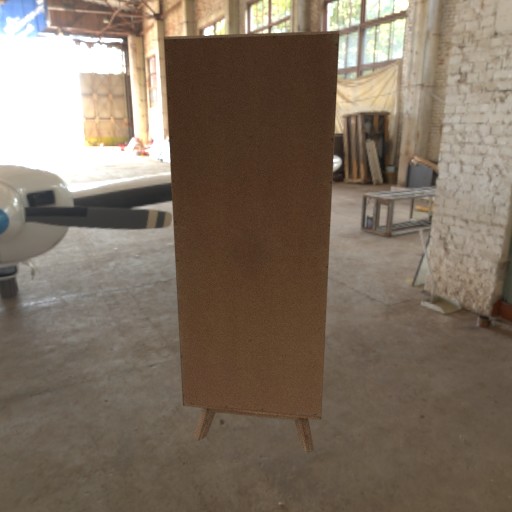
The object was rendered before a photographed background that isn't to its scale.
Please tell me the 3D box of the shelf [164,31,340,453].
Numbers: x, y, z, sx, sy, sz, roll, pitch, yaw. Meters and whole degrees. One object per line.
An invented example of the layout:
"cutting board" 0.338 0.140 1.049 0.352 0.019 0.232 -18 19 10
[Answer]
"shelf" 0.000 0.000 1.521 0.491 1.342 0.267 3 16 9
